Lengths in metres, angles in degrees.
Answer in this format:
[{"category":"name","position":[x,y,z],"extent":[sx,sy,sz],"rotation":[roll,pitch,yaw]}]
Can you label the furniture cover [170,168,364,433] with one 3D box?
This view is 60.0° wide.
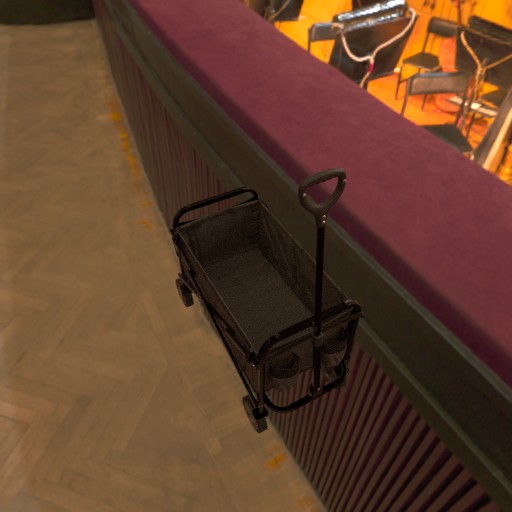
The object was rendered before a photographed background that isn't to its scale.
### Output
[{"category":"furniture cover","position":[0.000,0.000,1.876],"extent":[0.532,1.295,1.038],"rotation":[-22,49,-20]}]
